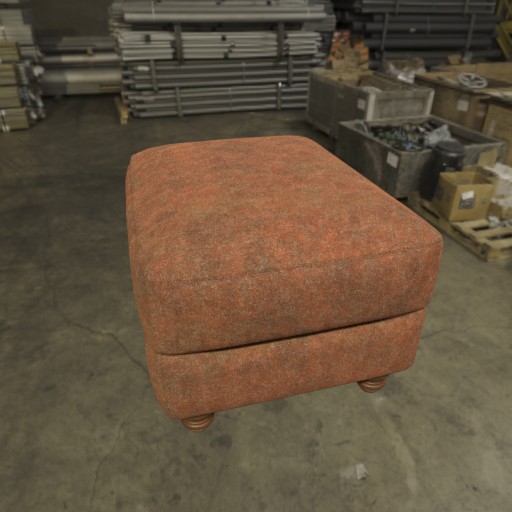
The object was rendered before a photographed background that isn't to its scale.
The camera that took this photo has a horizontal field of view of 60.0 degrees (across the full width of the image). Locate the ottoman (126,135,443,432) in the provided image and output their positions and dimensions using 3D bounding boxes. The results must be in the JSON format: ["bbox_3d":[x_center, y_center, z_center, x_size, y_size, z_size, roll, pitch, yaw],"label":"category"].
[{"bbox_3d":[0.000,0.000,1.190,0.635,0.508,0.787,-8,31,-13],"label":"ottoman"}]
